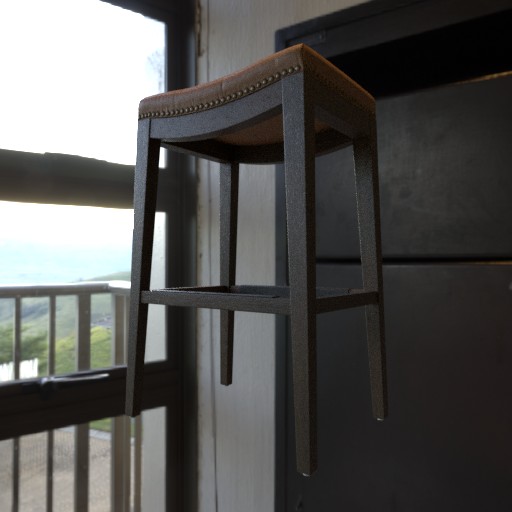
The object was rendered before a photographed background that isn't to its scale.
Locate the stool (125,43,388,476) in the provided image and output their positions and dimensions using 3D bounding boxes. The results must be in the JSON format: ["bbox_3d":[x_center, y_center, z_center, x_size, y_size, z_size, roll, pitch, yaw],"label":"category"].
[{"bbox_3d":[0.000,0.000,1.044,0.500,0.759,0.361,-1,-1,37],"label":"stool"}]
